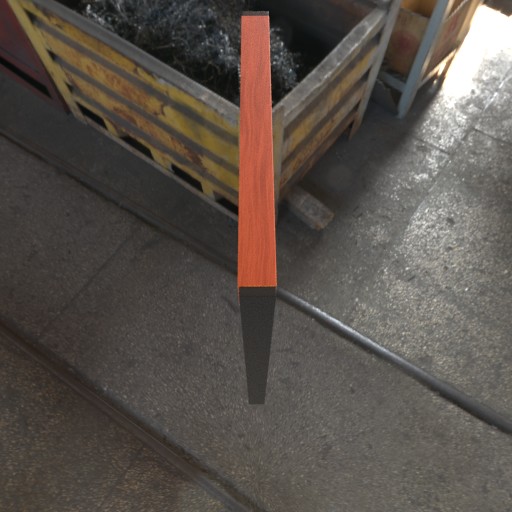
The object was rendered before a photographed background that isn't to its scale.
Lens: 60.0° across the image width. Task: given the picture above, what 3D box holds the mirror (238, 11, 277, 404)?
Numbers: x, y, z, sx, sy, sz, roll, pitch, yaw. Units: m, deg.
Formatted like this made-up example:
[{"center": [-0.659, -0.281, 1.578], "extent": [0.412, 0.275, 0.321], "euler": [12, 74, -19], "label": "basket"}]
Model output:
[{"center": [0.000, 0.000, 1.008], "extent": [0.047, 0.823, 0.525], "euler": [0, 63, 0], "label": "mirror"}]
